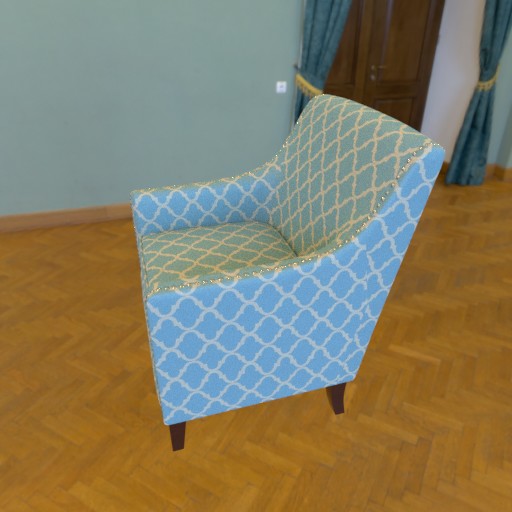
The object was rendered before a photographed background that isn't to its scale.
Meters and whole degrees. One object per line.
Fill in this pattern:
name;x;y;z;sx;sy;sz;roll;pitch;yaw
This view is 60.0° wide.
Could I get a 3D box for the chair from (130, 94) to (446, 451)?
chair;0.000;0.000;1.322;0.686;0.817;0.617;-9;32;-15
